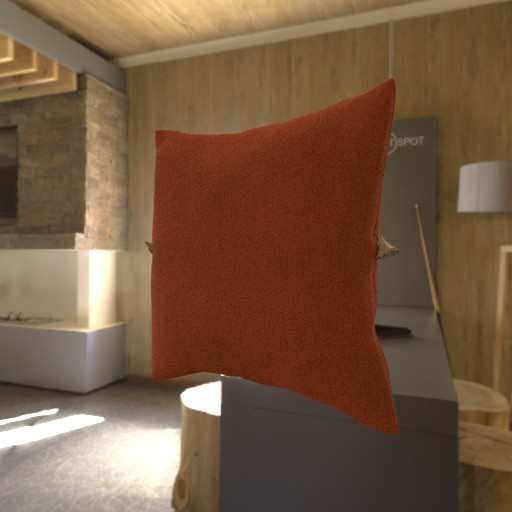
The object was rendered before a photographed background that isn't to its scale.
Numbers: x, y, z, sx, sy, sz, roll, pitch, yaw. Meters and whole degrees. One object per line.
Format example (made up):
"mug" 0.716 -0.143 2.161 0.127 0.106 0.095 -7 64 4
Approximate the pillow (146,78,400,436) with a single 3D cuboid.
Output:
"pillow" 0.000 0.000 0.744 0.490 0.482 0.165 0 1 35
